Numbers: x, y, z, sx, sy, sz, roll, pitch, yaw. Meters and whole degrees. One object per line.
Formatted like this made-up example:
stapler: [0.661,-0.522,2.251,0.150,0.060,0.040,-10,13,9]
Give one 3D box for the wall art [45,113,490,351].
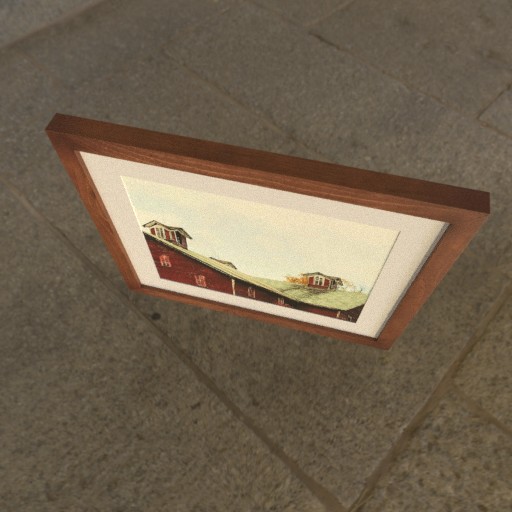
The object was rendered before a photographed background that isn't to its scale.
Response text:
wall art: [0.000,0.000,0.743,0.558,0.457,0.033,12,59,7]
